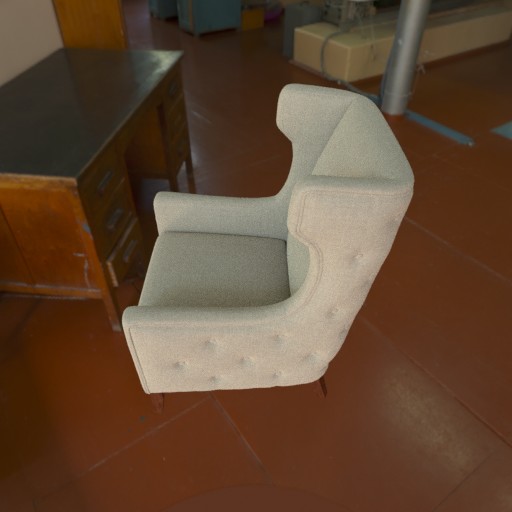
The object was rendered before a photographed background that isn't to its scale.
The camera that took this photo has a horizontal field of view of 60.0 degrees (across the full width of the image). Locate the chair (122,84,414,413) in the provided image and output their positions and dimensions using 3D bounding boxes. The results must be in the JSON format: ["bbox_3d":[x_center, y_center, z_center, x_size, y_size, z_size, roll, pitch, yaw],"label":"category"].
[{"bbox_3d":[0.000,0.000,1.714,0.899,1.079,0.778,-1,41,-1],"label":"chair"}]
